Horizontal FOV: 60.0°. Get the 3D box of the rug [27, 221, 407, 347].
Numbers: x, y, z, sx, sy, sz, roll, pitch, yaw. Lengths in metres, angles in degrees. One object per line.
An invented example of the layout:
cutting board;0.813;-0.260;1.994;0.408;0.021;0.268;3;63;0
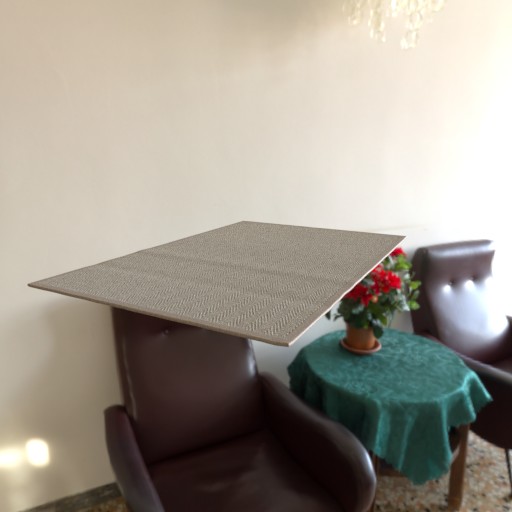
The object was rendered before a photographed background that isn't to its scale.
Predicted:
rug;0.000;0.000;2.976;1.540;0.021;2.290;8;16;28
